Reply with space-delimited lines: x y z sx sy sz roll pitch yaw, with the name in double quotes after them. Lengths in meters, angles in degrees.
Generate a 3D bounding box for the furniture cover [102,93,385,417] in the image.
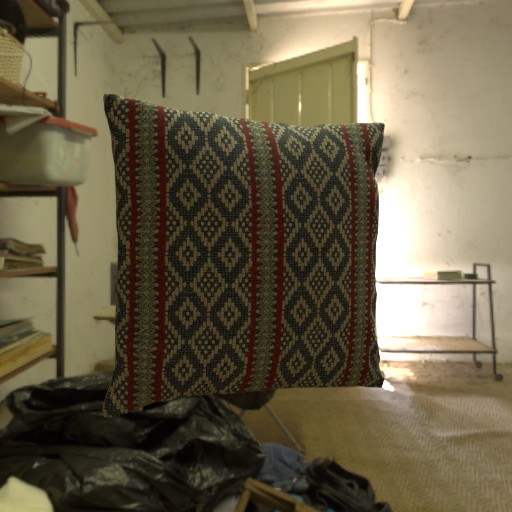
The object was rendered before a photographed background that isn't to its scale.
0.000 0.000 0.654 0.431 0.431 0.139 0 1 -18 "furniture cover"
